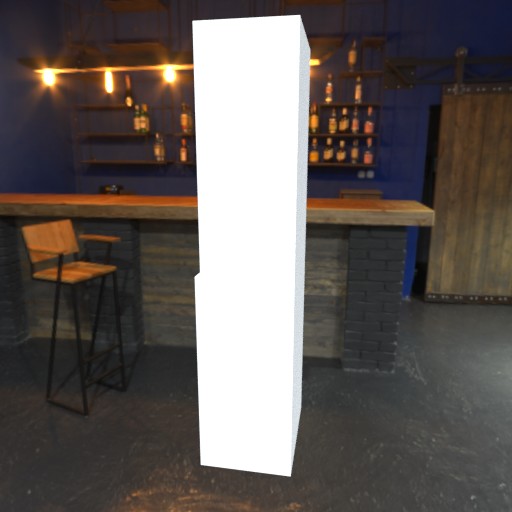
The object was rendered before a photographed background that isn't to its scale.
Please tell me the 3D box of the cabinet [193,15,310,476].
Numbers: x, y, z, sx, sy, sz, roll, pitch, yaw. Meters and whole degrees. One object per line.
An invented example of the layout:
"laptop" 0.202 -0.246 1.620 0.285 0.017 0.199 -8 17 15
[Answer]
"cabinet" 0.000 0.000 1.487 0.300 1.350 0.400 2 13 10
